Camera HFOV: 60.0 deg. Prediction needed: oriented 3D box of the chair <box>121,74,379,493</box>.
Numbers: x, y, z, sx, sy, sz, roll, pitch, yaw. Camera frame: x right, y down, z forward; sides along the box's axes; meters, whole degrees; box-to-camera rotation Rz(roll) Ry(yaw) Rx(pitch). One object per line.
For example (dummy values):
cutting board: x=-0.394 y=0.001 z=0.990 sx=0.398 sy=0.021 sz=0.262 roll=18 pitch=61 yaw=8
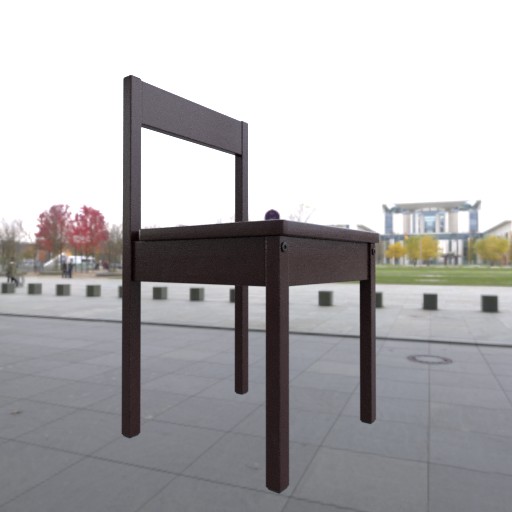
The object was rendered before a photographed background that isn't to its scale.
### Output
chair: x=0.000 y=0.000 z=0.860 sx=0.361 sy=0.668 sz=0.367 roll=-1 pitch=-1 yaw=36
